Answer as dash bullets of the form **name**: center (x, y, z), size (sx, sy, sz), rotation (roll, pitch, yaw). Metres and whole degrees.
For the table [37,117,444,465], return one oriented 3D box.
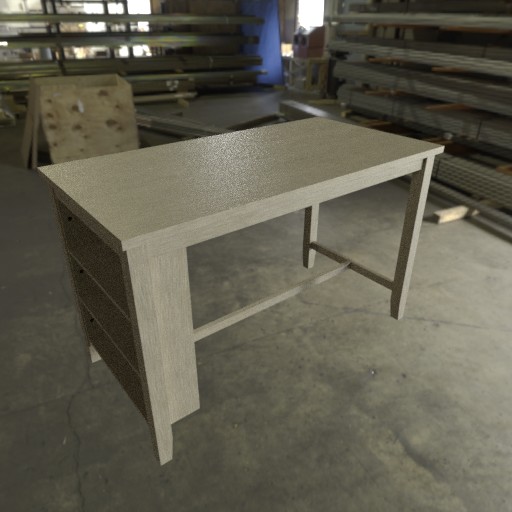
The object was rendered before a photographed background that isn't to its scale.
- **table**: center (0.000, 0.000, 1.904), size (1.397, 0.874, 0.729), rotation (-21, 35, -33)
